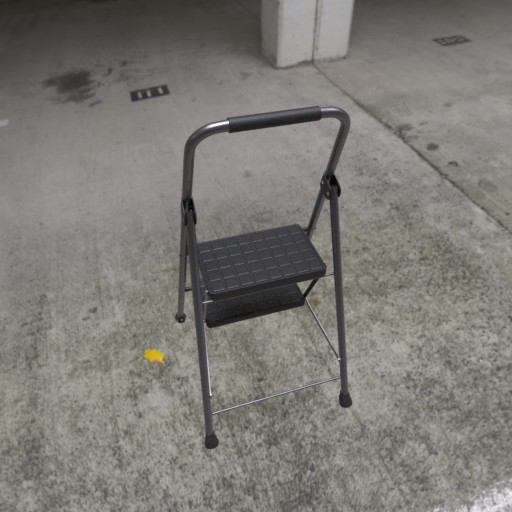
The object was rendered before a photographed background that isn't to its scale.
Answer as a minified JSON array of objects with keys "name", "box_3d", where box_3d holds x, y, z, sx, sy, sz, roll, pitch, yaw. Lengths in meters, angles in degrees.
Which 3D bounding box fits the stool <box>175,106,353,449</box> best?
[{"name":"stool","box_3d":[0.000,0.000,1.159,0.450,0.872,0.514,-12,43,-13]}]
